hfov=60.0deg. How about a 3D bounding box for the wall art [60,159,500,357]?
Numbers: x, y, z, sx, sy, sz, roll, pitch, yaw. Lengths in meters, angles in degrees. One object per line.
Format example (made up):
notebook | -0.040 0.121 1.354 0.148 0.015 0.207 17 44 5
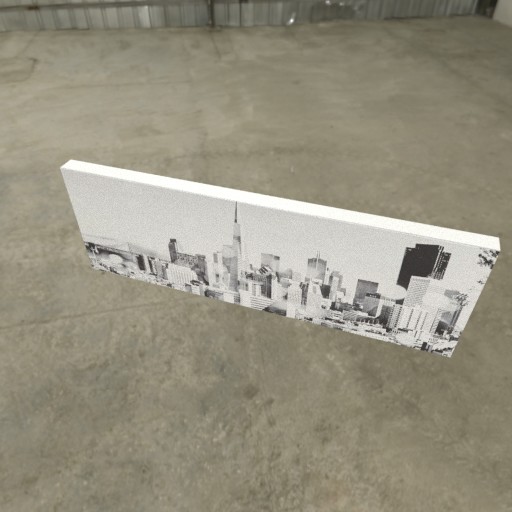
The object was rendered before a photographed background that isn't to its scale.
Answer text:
wall art | 0.000 0.000 0.837 0.766 0.256 0.036 12 42 14
